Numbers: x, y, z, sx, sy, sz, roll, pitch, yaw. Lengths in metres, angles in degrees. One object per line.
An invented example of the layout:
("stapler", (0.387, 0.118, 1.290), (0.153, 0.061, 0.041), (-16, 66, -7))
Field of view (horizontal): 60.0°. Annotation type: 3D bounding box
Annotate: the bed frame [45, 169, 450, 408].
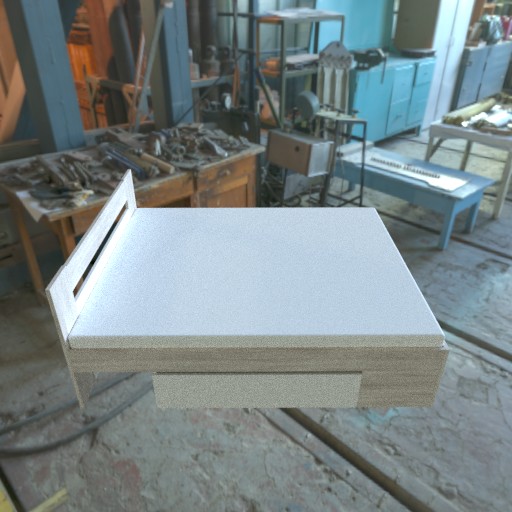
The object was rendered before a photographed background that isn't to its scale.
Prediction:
("bed frame", (0.000, 0.000, 3.240), (2.050, 0.860, 2.040), (0, 31, 0))
